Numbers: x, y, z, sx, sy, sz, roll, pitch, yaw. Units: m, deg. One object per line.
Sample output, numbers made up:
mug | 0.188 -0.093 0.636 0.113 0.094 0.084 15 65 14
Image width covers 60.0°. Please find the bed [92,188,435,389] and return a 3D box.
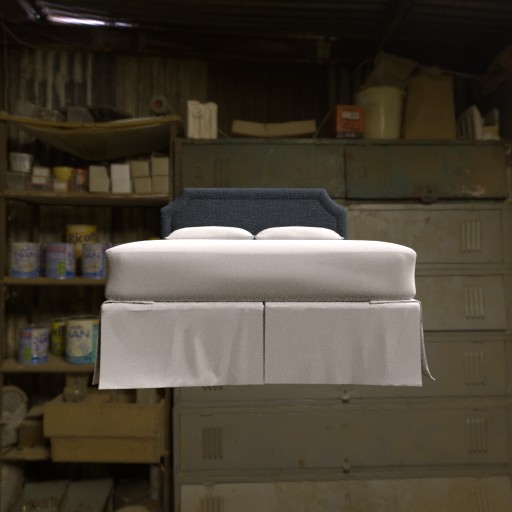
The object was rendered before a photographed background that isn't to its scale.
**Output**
bed | 0.000 0.000 3.252 1.828 1.297 2.208 0 0 -1
